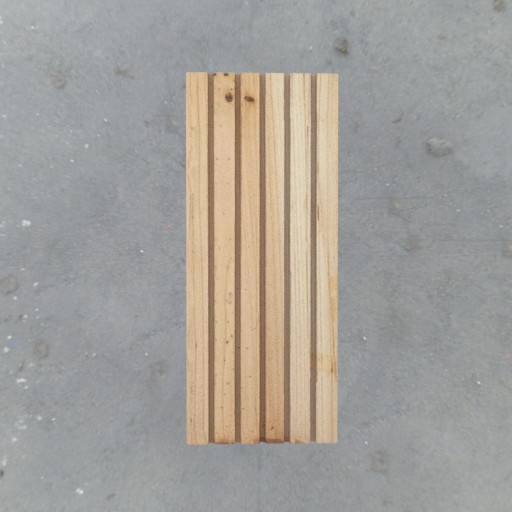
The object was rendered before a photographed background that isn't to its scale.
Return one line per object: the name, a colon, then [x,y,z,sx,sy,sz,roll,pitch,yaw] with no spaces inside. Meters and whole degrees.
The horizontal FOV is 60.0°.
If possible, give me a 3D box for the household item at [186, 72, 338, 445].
household item: [0.000,0.000,0.562,0.123,0.407,0.301,0,91,-1]
